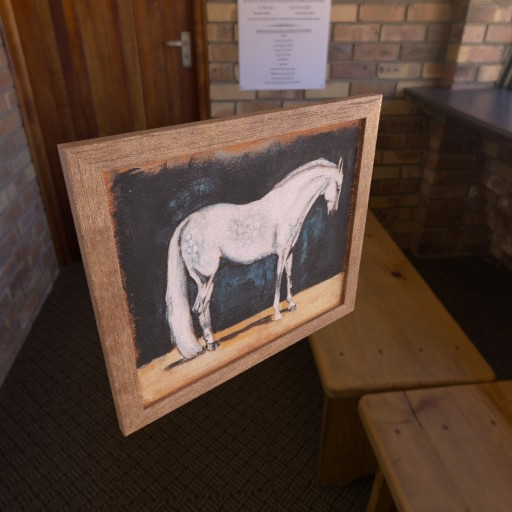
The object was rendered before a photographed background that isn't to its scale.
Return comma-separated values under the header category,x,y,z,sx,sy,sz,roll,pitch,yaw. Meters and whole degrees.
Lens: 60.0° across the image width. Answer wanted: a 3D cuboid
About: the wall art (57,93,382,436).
category,x,y,z,sx,sy,sz,roll,pitch,yaw
wall art,0.000,0.000,0.943,0.690,0.588,0.026,-21,36,-33
